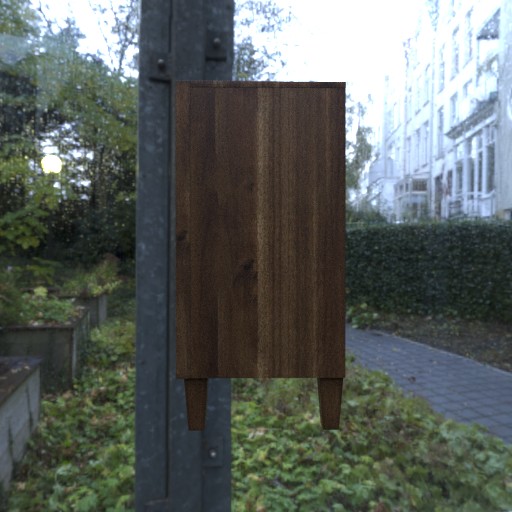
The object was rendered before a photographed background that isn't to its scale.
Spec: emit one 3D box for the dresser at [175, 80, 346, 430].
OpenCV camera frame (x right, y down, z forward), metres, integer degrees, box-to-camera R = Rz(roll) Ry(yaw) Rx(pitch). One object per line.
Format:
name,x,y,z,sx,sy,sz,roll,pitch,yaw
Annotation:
dresser,0.000,0.000,1.813,0.438,0.892,1.387,0,0,-1
